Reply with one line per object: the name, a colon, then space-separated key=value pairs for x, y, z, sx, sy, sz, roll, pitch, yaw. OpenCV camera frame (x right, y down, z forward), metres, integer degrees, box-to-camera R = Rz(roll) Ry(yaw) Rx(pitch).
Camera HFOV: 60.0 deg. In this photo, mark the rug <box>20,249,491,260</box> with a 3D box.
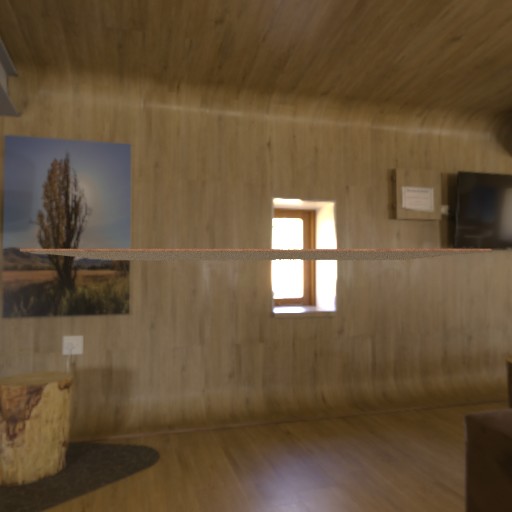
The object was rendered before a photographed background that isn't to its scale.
rug: x=0.000 y=0.000 z=3.045 sx=2.438 sy=0.014 sz=1.524 roll=0 pitch=-2 yaw=0
